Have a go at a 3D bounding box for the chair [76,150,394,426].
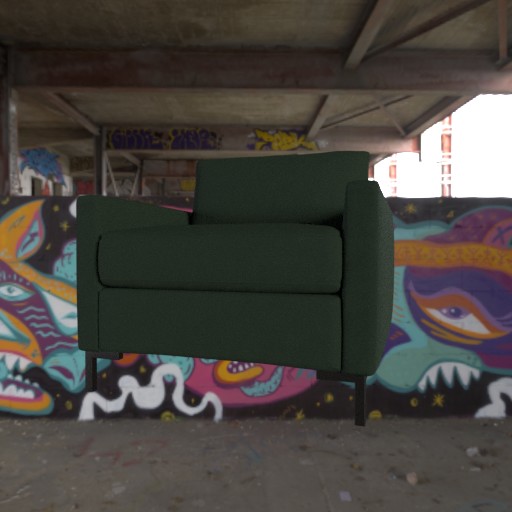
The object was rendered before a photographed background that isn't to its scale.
[{"bbox_3d":[0.000,0.000,1.645,0.963,0.861,0.866,0,0,19],"label":"chair"}]
